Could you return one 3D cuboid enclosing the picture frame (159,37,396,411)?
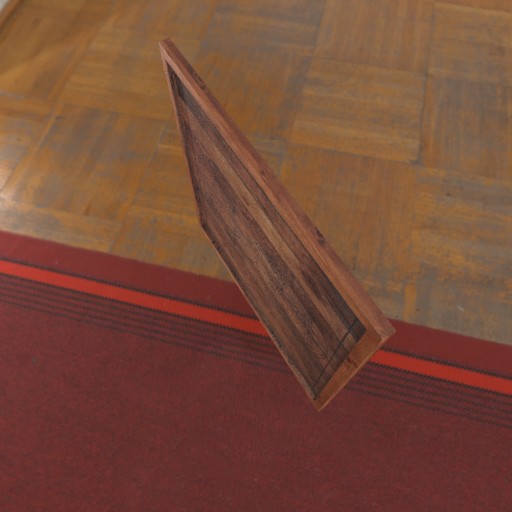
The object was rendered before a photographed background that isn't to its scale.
[{"bbox_3d":[0.000,0.000,1.216,0.029,0.817,0.810,-28,67,-14],"label":"picture frame"}]
